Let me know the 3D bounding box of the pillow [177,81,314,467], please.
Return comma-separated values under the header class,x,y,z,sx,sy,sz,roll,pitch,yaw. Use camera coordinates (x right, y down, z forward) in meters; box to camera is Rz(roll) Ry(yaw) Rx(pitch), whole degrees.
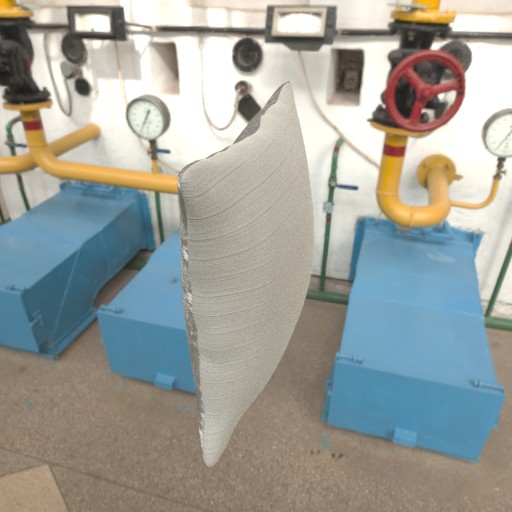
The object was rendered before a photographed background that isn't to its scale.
class,x,y,z,sx,sy,sz,roll,pitch,yaw
pillow,0.000,0.000,0.726,0.175,0.464,0.470,9,33,15
